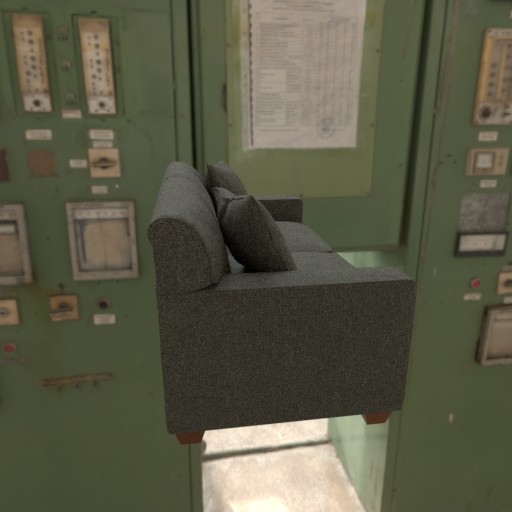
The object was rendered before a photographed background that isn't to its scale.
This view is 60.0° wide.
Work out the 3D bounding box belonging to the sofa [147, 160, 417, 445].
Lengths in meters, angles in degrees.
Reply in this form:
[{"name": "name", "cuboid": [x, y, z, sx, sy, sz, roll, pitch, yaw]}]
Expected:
[{"name": "sofa", "cuboid": [0.000, 0.000, 2.470, 0.998, 0.958, 1.846, -3, 18, -8]}]
